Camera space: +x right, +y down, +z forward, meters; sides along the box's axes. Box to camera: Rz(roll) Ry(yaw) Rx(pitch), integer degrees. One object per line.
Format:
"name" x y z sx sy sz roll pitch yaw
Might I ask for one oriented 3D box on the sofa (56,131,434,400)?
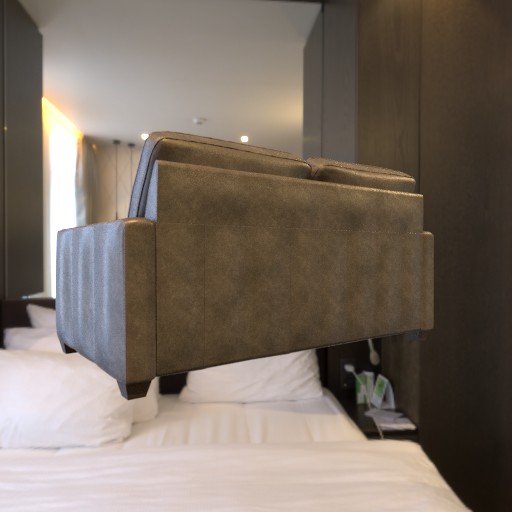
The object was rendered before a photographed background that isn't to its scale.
"sofa" 0.000 0.000 2.257 1.732 0.916 0.939 0 1 -36
